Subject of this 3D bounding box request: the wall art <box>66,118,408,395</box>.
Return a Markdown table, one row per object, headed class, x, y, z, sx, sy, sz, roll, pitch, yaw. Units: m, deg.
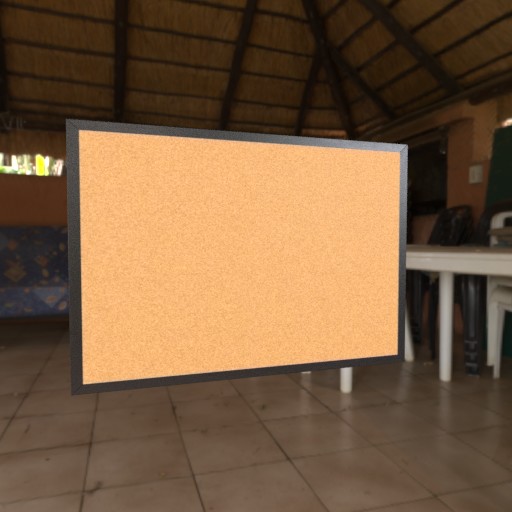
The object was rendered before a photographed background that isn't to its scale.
| class | x | y | z | sx | sy | sz | roll | pitch | yaw |
| --- | --- | --- | --- | --- | --- | --- | --- | --- | --- |
| wall art | 0.000 | 0.000 | 0.843 | 0.657 | 0.458 | 0.027 | -1 | 2 | -18 |
